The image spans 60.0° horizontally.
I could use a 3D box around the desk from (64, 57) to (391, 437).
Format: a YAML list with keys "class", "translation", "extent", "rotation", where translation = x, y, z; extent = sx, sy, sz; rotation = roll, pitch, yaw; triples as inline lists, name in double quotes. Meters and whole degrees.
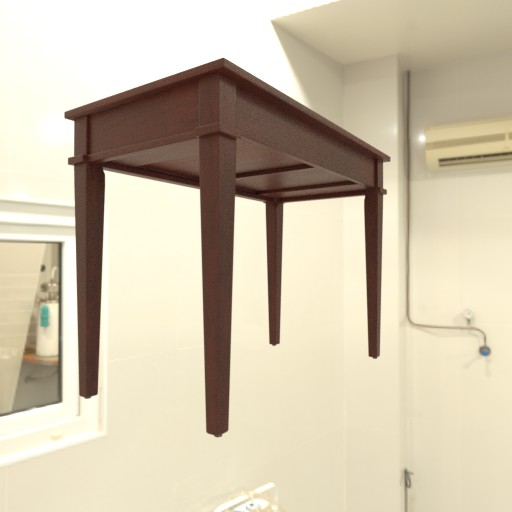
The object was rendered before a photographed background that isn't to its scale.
- class: "desk"
  translation: [0.000, 0.000, 1.428]
  extent: [0.549, 0.762, 1.001]
  rotation: [-1, -1, 35]
